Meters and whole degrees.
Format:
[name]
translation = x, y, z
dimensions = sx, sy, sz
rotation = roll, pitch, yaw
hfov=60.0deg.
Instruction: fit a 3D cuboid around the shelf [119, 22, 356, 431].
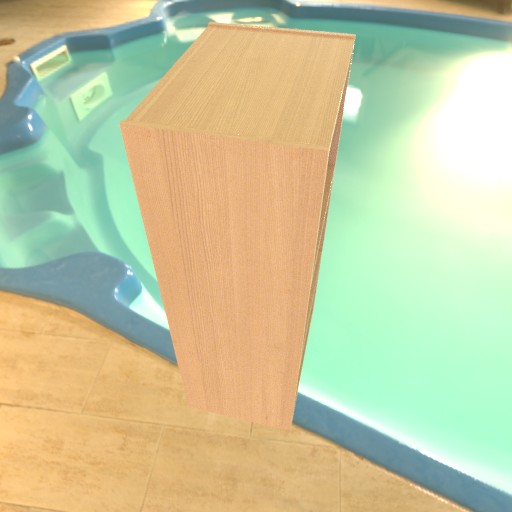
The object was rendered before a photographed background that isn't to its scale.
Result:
[shelf]
translation = 0.000, 0.000, 1.048
dimensions = 0.292, 0.876, 0.417
rotation = 10, 47, 9
